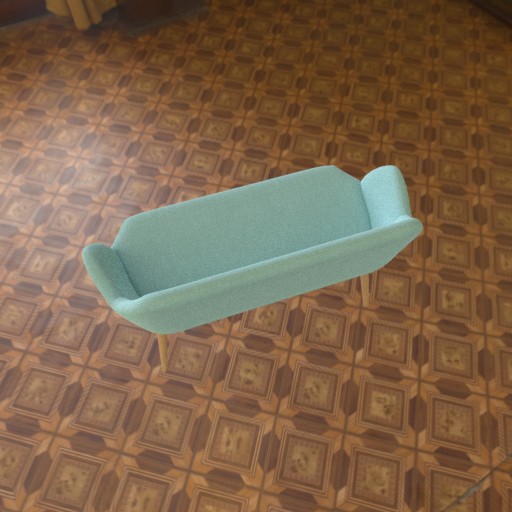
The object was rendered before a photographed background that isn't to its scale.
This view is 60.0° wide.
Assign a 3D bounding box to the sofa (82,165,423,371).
[{"bbox_3d":[0.000,0.000,1.679,1.150,0.840,0.610,-16,60,-10],"label":"sofa"}]
